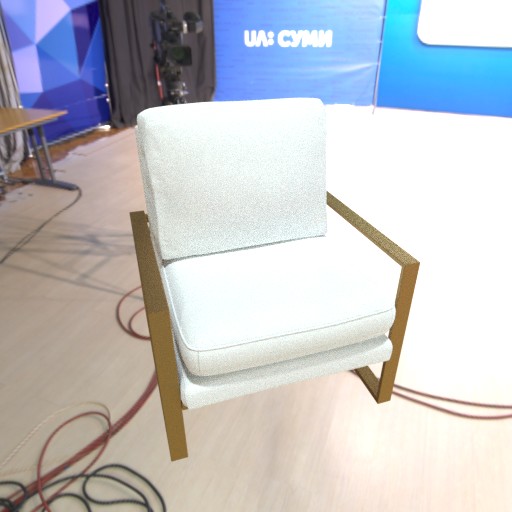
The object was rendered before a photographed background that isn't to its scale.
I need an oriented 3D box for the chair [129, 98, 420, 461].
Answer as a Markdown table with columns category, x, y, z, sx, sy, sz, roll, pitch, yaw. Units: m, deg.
| category | x | y | z | sx | sy | sz | roll | pitch | yaw |
| --- | --- | --- | --- | --- | --- | --- | --- | --- | --- |
| chair | 0.000 | 0.000 | 1.568 | 0.805 | 0.966 | 0.813 | -10 | 33 | -15 |
